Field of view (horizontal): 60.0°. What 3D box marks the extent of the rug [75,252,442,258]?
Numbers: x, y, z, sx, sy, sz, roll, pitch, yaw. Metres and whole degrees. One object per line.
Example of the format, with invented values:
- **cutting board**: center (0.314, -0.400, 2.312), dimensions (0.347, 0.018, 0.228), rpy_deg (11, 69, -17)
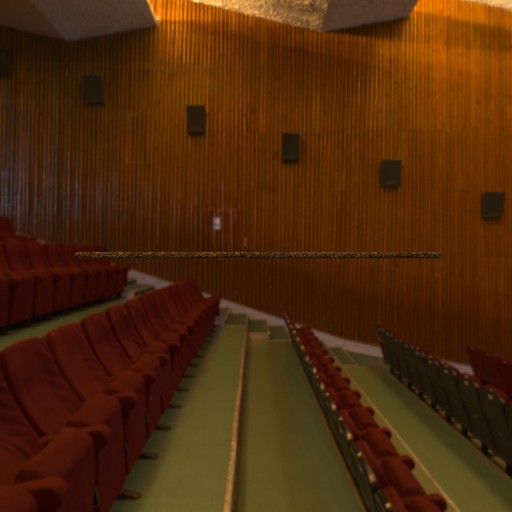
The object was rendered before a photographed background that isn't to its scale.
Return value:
- **rug**: center (0.000, 0.000, 2.972), dimensions (1.501, 0.025, 2.352), rpy_deg (0, 0, -1)
